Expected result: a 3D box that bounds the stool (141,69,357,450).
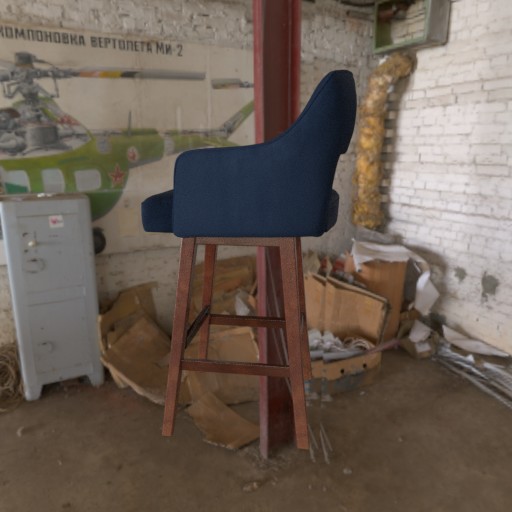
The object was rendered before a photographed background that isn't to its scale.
[{"bbox_3d":[0.000,0.000,1.381,0.560,1.041,0.550,2,14,8],"label":"stool"}]
